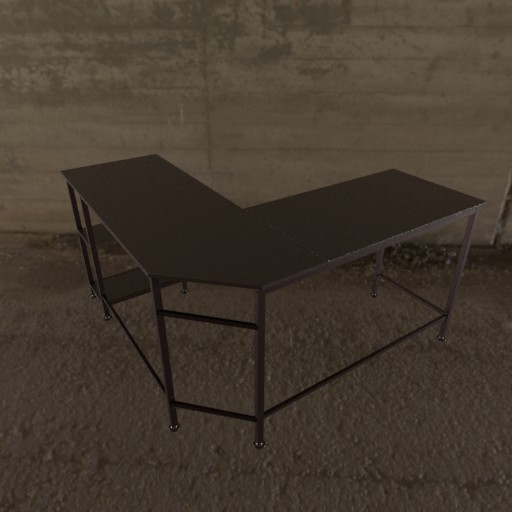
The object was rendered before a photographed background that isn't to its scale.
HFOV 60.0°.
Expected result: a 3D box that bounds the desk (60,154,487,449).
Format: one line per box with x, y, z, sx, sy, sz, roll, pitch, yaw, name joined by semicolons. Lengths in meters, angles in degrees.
0.000;0.000;2.181;1.379;0.739;1.379;-18;35;-29;desk
